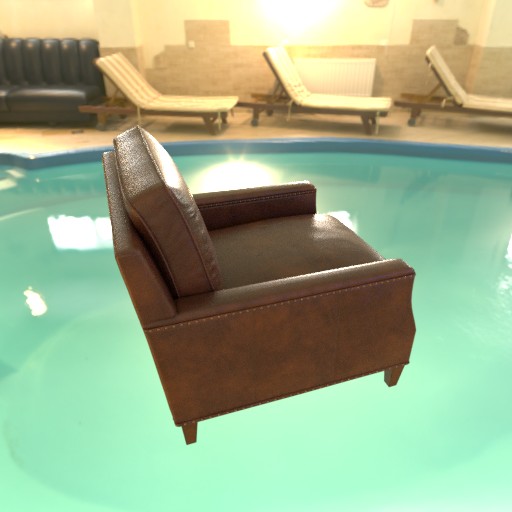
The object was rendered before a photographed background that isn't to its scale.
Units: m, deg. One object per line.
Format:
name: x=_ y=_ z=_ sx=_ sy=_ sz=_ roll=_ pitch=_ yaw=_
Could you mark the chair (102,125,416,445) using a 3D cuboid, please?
chair: x=0.000 y=0.000 z=1.733 sx=1.014 sy=0.929 sz=0.853 roll=-10 pitch=32 yaw=-16
